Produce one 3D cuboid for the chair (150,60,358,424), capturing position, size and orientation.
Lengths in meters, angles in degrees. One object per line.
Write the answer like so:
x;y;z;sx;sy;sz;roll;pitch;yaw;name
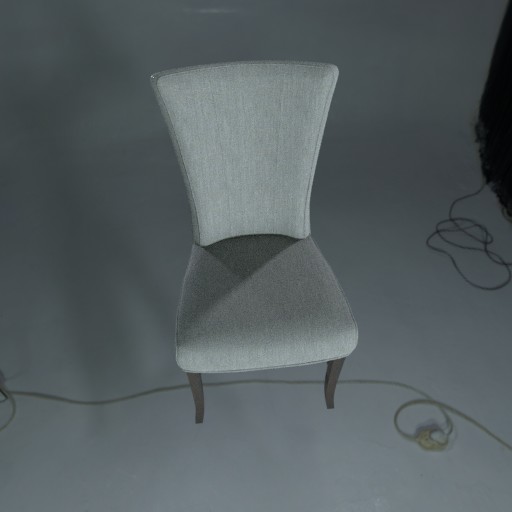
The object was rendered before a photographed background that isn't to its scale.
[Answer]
0.000;0.000;1.399;0.520;0.991;0.660;-5;47;-4;chair
